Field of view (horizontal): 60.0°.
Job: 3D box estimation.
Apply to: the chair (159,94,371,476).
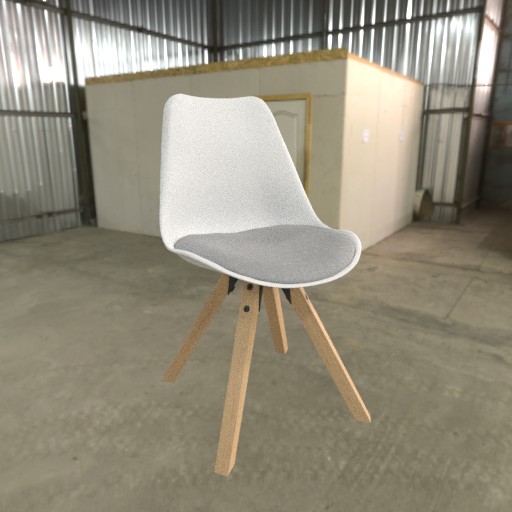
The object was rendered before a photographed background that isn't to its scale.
[{"bbox_3d":[0.000,0.000,1.196,0.485,0.850,0.550,-8,18,-26],"label":"chair"}]
